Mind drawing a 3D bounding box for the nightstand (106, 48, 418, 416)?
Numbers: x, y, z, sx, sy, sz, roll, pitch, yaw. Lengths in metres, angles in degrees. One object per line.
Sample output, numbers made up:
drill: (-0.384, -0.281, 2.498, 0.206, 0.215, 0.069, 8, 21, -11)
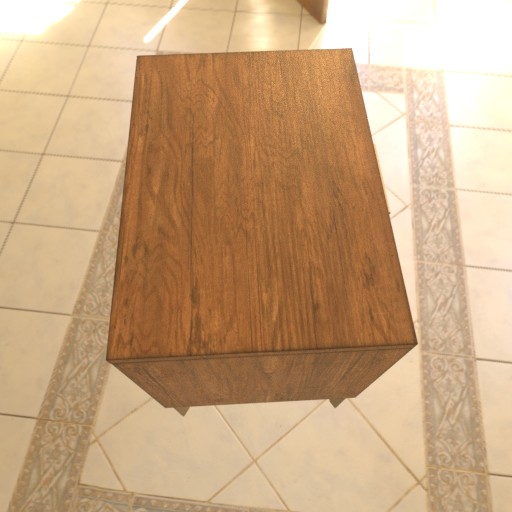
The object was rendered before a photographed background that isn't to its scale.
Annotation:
nightstand: (0.000, 0.000, 1.021, 0.446, 0.610, 0.610, -3, 63, -1)
